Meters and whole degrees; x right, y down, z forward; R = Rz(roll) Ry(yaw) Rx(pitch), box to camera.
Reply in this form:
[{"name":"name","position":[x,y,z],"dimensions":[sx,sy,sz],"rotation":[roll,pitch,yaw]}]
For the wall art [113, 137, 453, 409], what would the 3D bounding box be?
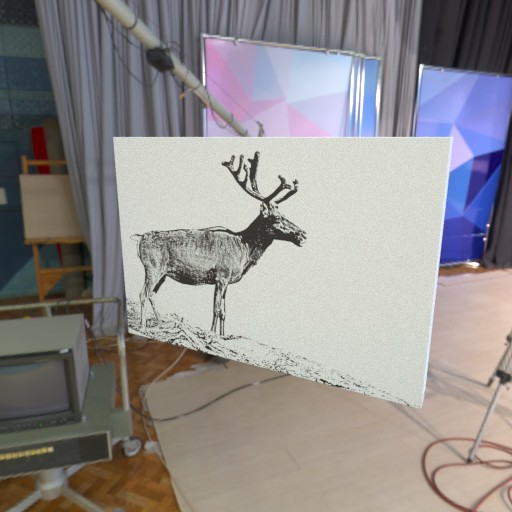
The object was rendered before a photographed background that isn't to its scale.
[{"name":"wall art","position":[0.000,0.000,0.799],"dimensions":[0.608,0.414,0.042],"rotation":[8,17,27]}]
